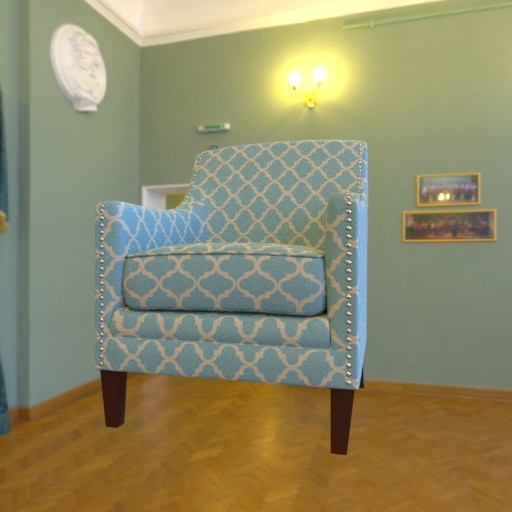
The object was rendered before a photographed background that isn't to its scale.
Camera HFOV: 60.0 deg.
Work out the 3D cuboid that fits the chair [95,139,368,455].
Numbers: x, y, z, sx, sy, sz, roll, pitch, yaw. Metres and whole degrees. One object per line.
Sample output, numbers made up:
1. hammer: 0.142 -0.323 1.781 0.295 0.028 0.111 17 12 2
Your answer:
1. chair: 0.000 0.000 1.295 0.617 0.817 0.686 0 0 16
